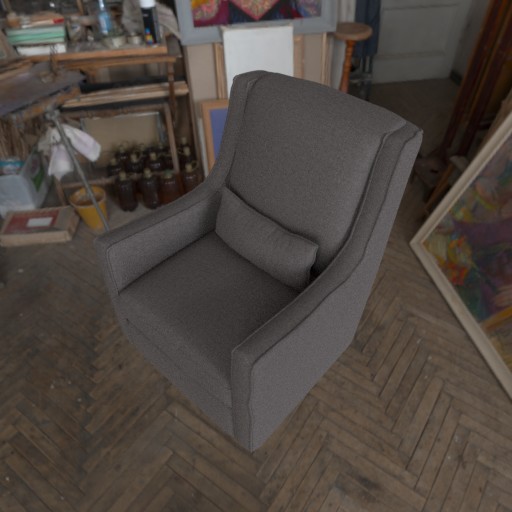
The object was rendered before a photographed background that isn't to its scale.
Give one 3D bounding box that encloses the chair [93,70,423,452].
[{"bbox_3d":[0.000,0.000,1.605,0.732,0.993,0.879,32,54,28],"label":"chair"}]
